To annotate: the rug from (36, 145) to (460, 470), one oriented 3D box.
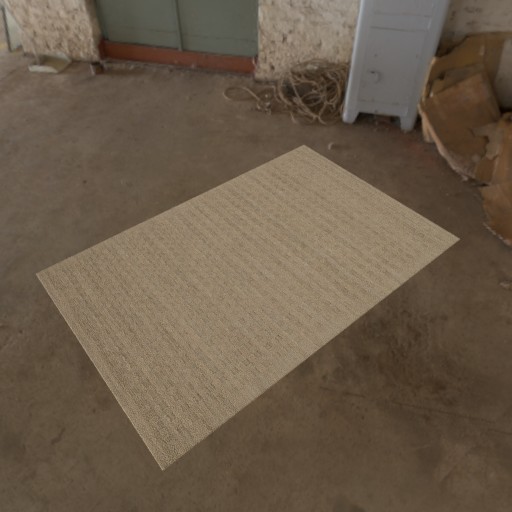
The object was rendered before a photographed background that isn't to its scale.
[{"bbox_3d":[0.000,0.000,2.176,1.752,0.006,1.142,-31,53,-26],"label":"rug"}]
